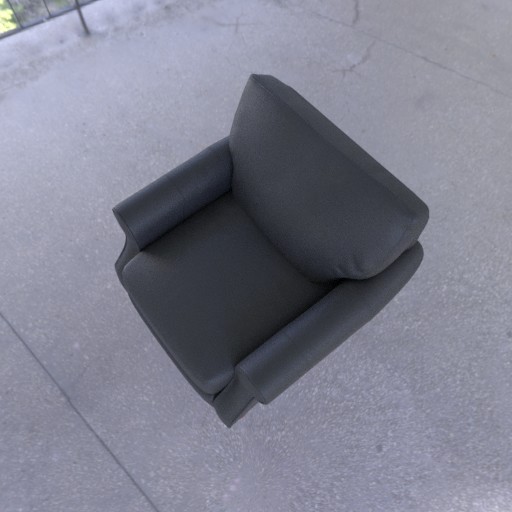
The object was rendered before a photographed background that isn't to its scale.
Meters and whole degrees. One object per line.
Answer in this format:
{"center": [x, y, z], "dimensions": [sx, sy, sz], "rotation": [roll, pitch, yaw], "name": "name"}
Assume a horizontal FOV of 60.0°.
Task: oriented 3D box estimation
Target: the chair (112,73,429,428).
{"center": [0.000, 0.000, 1.791], "dimensions": [1.027, 0.960, 1.015], "rotation": [-31, 67, -15], "name": "chair"}
